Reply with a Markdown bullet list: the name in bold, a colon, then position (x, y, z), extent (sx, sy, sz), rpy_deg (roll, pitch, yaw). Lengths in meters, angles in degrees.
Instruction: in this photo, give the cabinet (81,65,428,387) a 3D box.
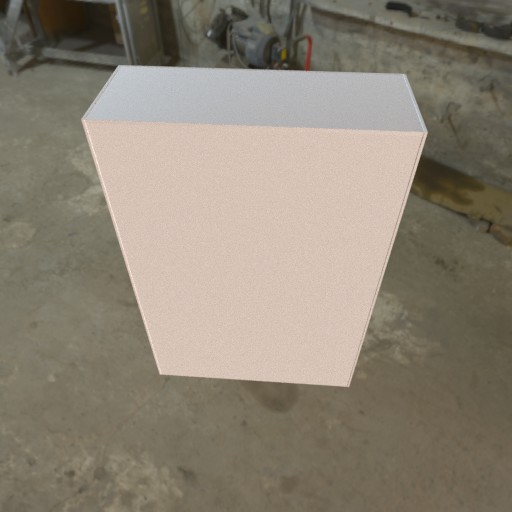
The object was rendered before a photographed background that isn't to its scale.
- **cabinet**: position (0.000, 0.000, 2.507), extent (1.290, 1.910, 0.510), rpy_deg (3, 46, 3)
